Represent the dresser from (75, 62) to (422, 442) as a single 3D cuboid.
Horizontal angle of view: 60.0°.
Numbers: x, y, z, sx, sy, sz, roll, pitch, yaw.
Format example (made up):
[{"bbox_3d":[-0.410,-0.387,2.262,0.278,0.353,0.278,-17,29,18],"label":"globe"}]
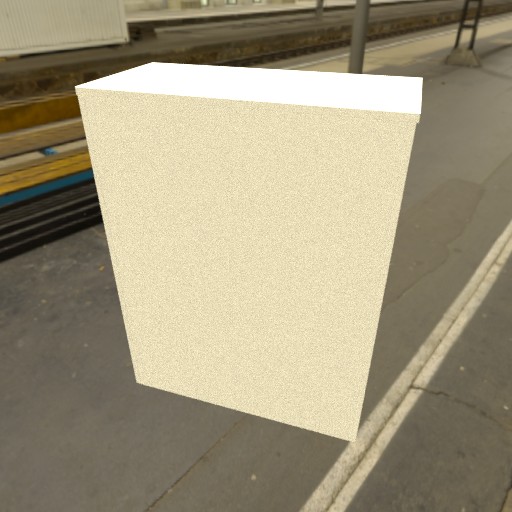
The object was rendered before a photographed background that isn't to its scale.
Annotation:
[{"bbox_3d":[0.000,0.000,1.399,0.800,1.040,0.380,10,33,15],"label":"dresser"}]
